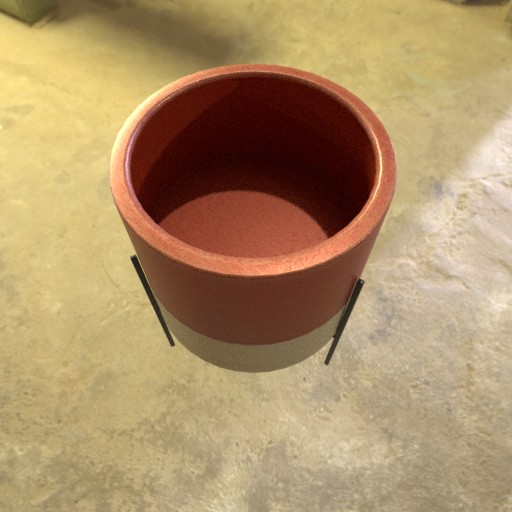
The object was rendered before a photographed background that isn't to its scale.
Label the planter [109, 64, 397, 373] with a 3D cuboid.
[{"bbox_3d":[0.000,0.000,0.725,0.354,0.465,0.345,33,64,18],"label":"planter"}]
